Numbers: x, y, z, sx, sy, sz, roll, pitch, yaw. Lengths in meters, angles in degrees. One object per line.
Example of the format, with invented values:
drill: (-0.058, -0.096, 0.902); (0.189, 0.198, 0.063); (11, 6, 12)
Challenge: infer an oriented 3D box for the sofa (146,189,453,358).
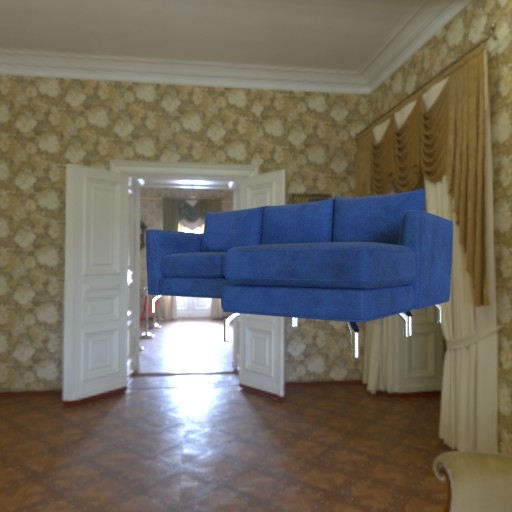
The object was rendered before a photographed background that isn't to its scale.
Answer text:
sofa: (0.000, 0.000, 3.323); (2.438, 0.987, 1.622); (-1, -2, 36)
